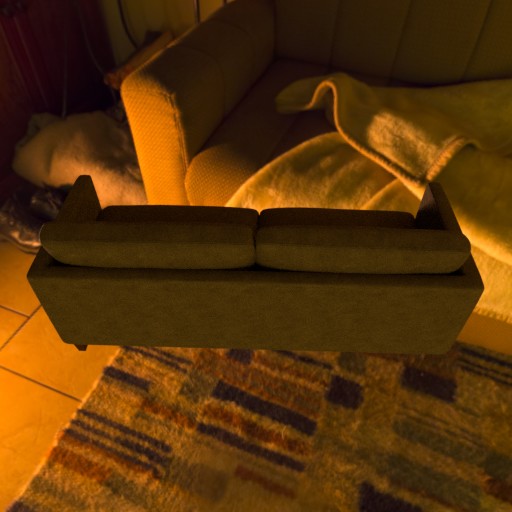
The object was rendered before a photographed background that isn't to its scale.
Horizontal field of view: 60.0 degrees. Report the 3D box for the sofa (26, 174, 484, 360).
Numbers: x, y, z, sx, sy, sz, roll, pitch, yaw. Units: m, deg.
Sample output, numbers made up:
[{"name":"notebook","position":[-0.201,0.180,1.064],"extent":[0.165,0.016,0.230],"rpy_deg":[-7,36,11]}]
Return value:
[{"name":"sofa","position":[0.000,0.000,2.822],"extent":[2.434,0.965,0.951],"rpy_deg":[1,46,1]}]
